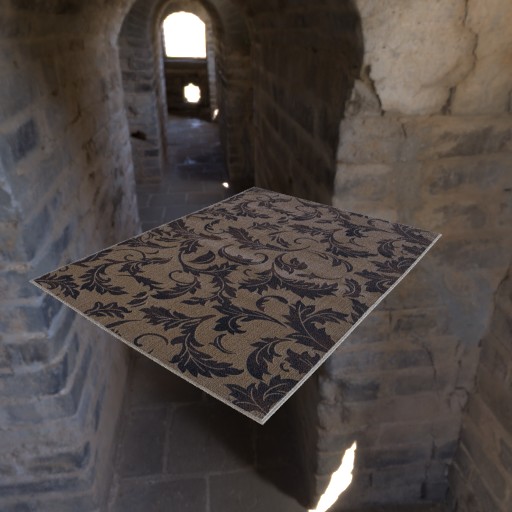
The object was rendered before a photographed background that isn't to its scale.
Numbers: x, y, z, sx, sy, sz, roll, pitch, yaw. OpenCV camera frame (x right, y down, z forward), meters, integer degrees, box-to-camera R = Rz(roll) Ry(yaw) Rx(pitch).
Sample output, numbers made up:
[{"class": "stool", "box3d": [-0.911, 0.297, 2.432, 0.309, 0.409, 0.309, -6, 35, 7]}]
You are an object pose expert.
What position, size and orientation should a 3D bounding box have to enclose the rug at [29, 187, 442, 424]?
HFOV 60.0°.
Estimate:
[{"class": "rug", "box3d": [0.000, 0.000, 3.977, 2.380, 0.008, 2.977, 20, 33, 33]}]
